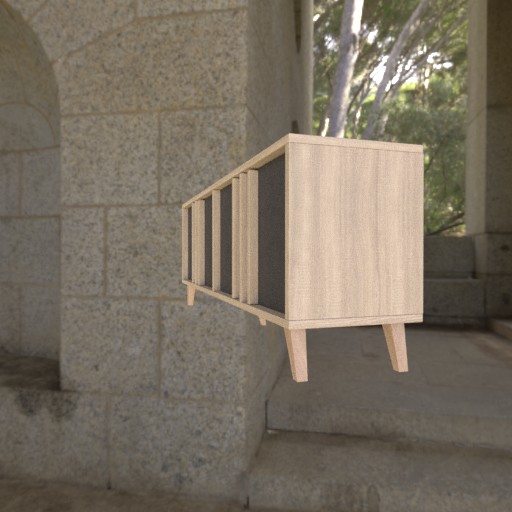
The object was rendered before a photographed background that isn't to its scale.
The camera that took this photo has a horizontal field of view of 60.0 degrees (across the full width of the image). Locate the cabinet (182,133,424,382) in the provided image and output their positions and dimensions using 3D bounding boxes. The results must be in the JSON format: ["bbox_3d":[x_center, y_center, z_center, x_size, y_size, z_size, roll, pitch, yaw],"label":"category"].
[{"bbox_3d":[0.000,0.000,2.490,0.499,0.779,2.198,0,1,-18],"label":"cabinet"}]
